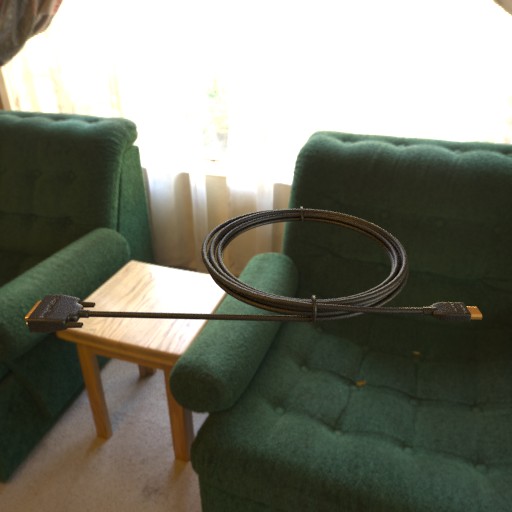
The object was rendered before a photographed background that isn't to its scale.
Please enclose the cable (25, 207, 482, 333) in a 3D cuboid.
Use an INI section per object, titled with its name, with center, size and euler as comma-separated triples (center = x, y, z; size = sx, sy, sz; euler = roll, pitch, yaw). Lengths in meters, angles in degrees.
[cable]
center = 0.000, 0.000, 0.509
size = 0.422, 0.030, 0.257
euler = 1, 29, 2
